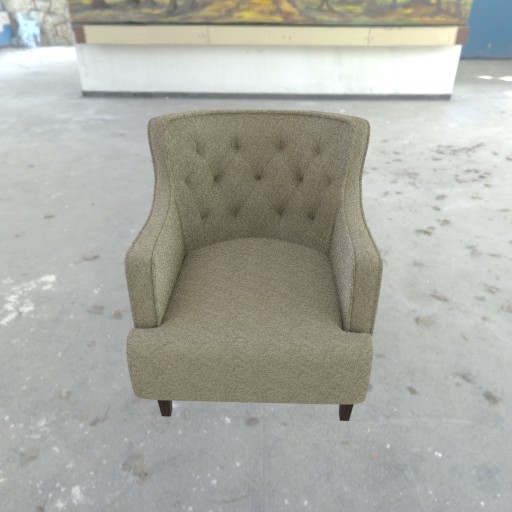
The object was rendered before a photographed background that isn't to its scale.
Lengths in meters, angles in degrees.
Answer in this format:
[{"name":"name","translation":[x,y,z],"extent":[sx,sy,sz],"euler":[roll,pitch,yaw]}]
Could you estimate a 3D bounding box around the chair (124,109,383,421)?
[{"name":"chair","translation":[0.000,0.000,1.700],"extent":[0.820,0.920,0.910],"euler":[1,31,1]}]
